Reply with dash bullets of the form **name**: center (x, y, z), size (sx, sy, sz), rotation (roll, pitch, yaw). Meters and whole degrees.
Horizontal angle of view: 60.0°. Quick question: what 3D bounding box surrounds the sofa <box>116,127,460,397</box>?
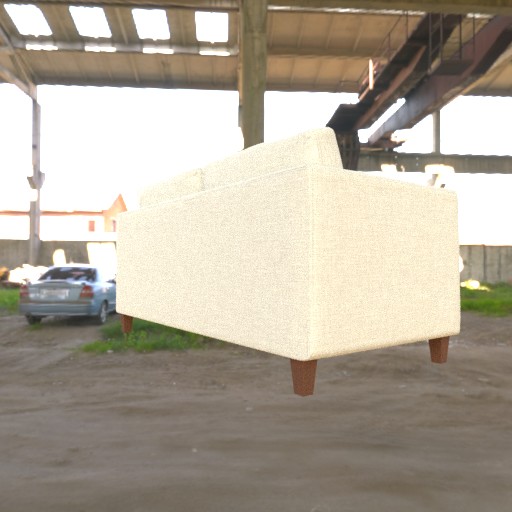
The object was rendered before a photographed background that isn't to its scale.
- **sofa**: center (0.000, 0.000, 2.417), size (0.950, 0.963, 1.838), rotation (1, -1, -36)
